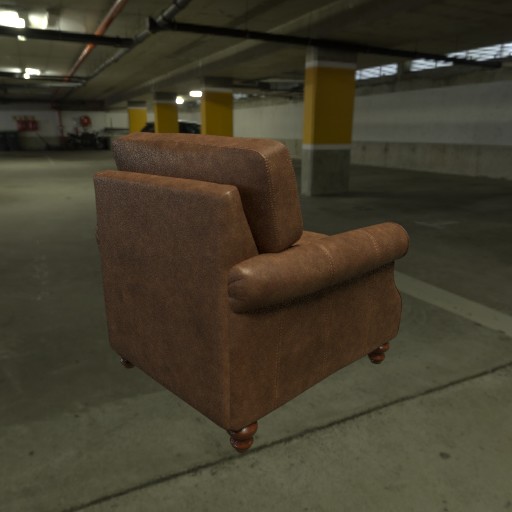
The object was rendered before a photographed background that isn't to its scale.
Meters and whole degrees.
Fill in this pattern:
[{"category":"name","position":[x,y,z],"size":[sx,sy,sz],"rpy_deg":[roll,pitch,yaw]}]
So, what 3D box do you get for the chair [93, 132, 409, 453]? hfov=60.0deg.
[{"category":"chair","position":[0.000,0.000,1.813],"size":[1.002,0.976,0.996],"rpy_deg":[-15,21,-42]}]
